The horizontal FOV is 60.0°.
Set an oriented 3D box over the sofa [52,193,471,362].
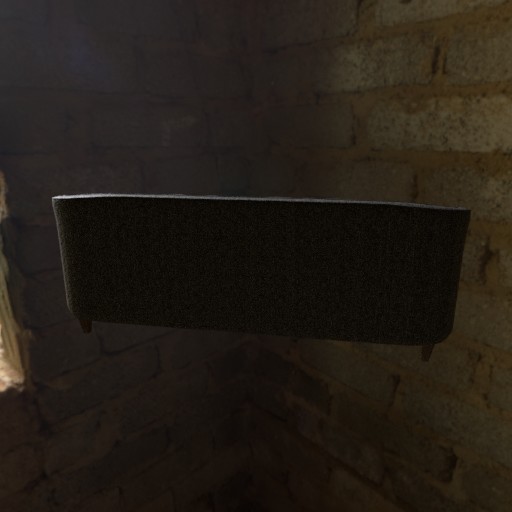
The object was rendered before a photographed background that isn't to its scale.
[{"bbox_3d":[0.000,0.000,2.731,2.278,0.855,0.941,3,17,9],"label":"sofa"}]
